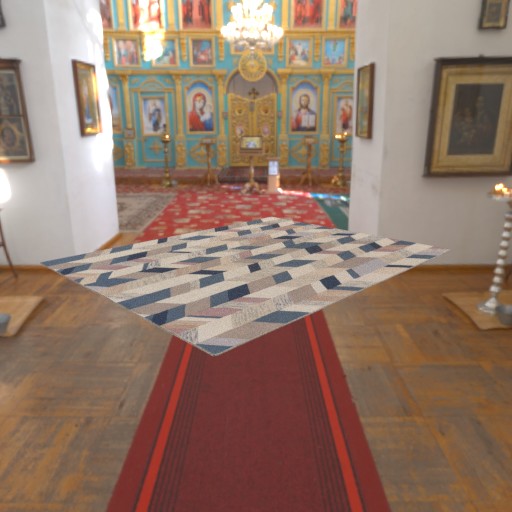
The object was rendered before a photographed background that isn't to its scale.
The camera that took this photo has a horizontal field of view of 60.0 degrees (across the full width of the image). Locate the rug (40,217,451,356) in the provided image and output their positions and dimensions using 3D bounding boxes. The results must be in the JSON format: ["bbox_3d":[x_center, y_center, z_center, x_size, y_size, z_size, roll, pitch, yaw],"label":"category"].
[{"bbox_3d":[0.000,0.000,4.204,2.451,0.011,3.072,15,22,43],"label":"rug"}]
